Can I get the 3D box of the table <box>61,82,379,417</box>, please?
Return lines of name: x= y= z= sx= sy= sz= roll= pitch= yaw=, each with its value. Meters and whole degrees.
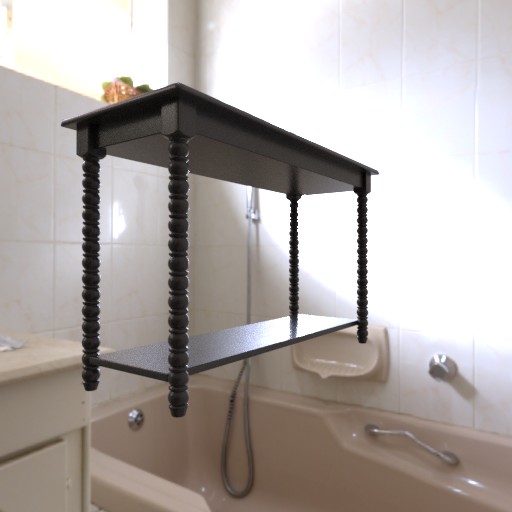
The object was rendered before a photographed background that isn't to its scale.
table: x=0.000 y=0.000 z=1.543 sx=0.459 sy=0.735 sz=1.184 roll=0 pitch=0 yaw=36
